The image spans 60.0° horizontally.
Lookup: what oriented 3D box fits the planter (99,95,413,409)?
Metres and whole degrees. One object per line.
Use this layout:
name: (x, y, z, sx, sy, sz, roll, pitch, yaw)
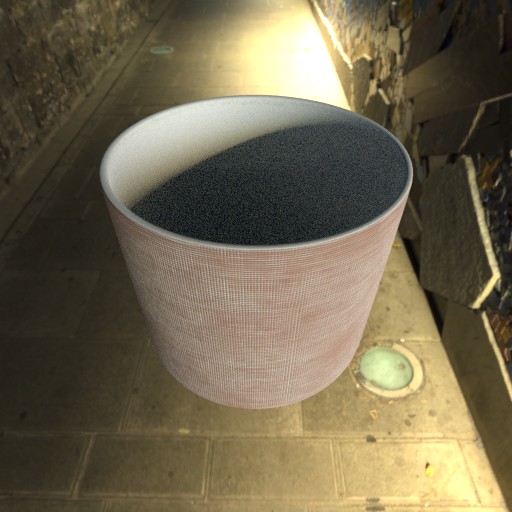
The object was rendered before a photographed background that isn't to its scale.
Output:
planter: (0.000, 0.000, 0.772, 0.440, 0.398, 0.440, 0, 41, 0)
